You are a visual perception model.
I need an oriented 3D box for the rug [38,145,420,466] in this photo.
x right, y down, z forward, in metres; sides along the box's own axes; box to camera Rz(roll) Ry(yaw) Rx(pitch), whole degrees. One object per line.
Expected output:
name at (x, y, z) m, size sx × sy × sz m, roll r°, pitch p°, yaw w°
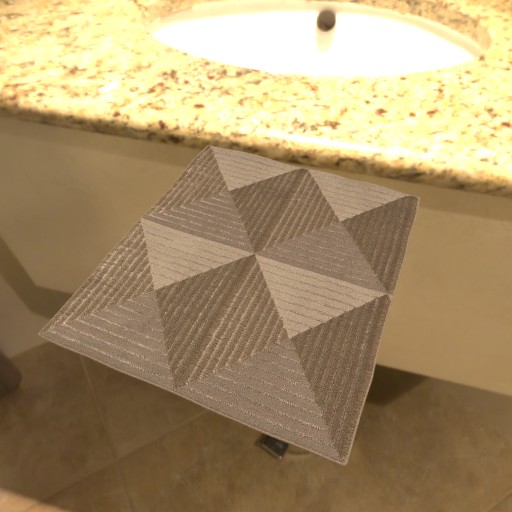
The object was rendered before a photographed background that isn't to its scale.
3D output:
rug at (0.000, 0.000, 0.886) m, size 0.551 × 0.008 × 0.642 m, roll 17°, pitch 49°, yaw 16°
